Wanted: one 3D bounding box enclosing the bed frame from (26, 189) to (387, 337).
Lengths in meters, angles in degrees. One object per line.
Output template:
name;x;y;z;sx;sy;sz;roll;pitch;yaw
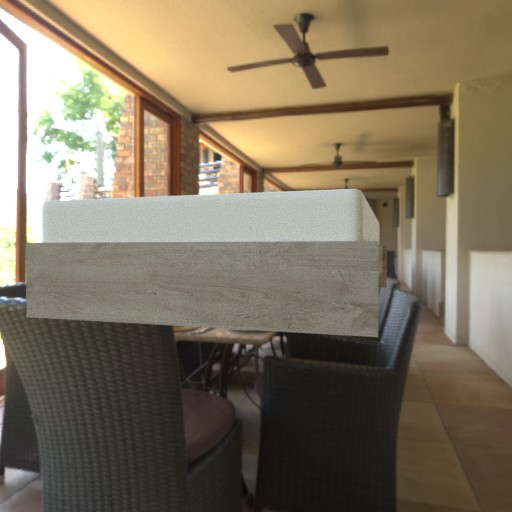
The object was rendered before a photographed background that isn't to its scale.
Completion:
bed frame;0.000;0.000;2.600;1.445;0.497;1.945;0;1;17
